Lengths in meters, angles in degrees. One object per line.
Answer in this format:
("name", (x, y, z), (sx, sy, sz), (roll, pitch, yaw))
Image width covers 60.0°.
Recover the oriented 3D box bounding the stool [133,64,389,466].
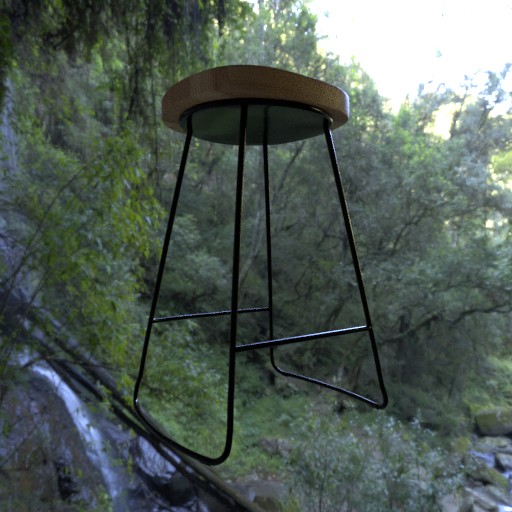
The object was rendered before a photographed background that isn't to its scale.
("stool", (0.000, 0.000, 0.976), (0.480, 0.679, 0.401), (-1, 1, -36))
